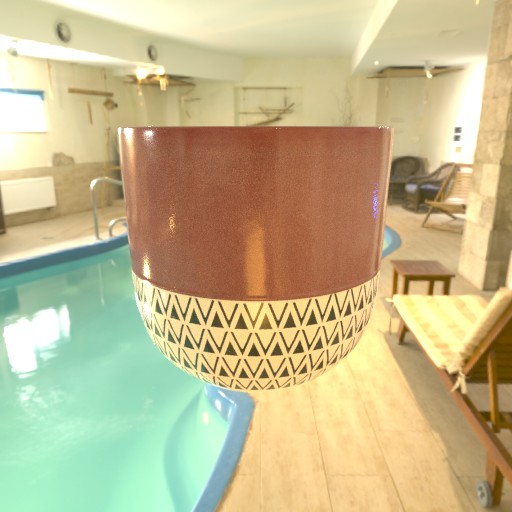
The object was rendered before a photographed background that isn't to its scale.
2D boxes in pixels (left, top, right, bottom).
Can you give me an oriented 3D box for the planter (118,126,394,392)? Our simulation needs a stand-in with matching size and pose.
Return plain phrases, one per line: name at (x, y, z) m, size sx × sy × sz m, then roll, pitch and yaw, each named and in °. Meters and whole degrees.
planter at (0.000, 0.000, 0.482) m, size 0.266 × 0.270 × 0.266 m, roll 0°, pitch 16°, yaw 0°
